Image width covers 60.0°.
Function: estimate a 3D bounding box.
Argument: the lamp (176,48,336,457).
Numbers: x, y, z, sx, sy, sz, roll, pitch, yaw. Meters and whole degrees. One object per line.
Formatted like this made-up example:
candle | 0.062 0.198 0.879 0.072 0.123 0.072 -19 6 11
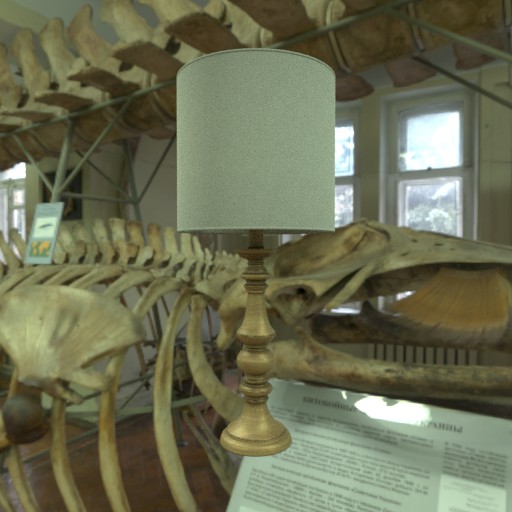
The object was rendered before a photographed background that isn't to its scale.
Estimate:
lamp | 0.000 0.000 0.714 0.250 0.597 0.250 0 1 -1
